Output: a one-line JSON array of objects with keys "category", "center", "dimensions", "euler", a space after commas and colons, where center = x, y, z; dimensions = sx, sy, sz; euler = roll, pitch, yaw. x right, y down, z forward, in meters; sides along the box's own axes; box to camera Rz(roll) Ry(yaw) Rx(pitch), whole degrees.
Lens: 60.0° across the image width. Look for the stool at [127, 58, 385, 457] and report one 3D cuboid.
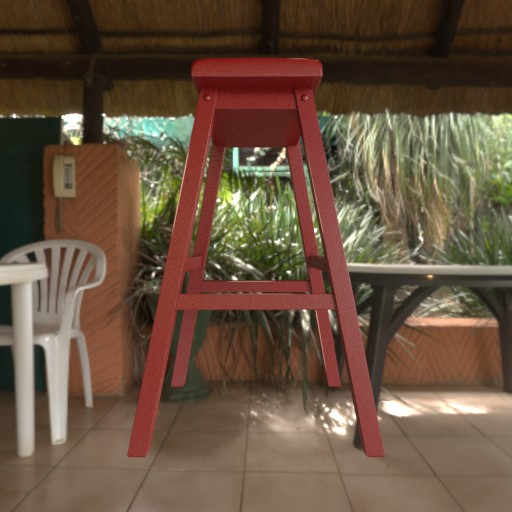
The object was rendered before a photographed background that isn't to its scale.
[{"category": "stool", "center": [0.000, 0.000, 1.041], "dimensions": [0.476, 0.737, 0.457], "euler": [0, 1, 0]}]
